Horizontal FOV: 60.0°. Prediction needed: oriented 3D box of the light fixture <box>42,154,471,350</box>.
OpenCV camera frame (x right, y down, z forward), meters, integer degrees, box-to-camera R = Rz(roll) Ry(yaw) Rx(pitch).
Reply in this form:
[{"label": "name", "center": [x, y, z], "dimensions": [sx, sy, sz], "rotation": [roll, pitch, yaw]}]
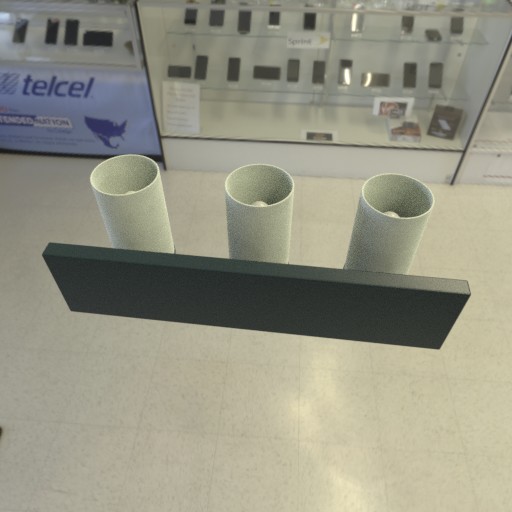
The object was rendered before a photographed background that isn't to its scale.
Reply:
[{"label": "light fixture", "center": [0.000, 0.000, 0.546], "dimensions": [0.451, 0.172, 0.145], "rotation": [5, 47, 5]}]
